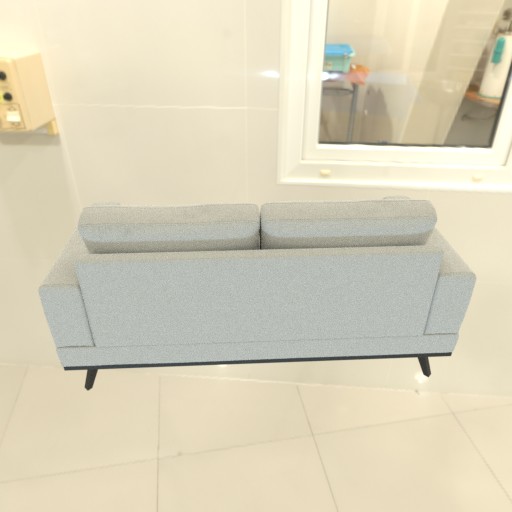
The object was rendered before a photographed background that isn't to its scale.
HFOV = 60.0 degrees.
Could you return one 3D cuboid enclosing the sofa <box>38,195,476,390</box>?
[{"bbox_3d":[0.000,0.000,2.110,1.650,0.810,0.920,-2,32,-2],"label":"sofa"}]
